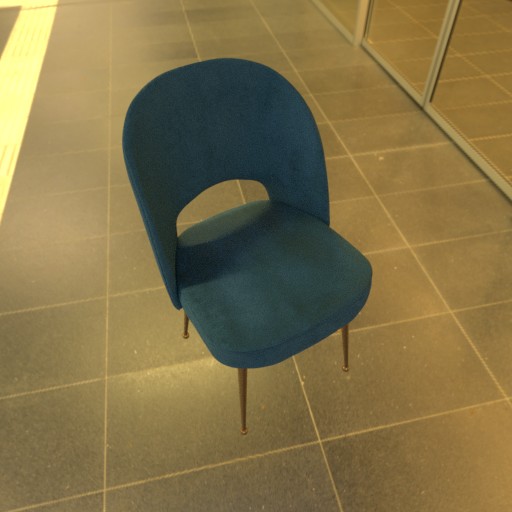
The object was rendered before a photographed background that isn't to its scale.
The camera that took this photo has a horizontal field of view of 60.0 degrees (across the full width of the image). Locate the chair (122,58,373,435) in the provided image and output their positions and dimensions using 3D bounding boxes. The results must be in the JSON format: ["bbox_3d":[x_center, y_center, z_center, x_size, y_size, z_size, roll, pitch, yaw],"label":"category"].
[{"bbox_3d":[0.000,0.000,1.226,0.527,0.860,0.577,-24,51,-21],"label":"chair"}]
